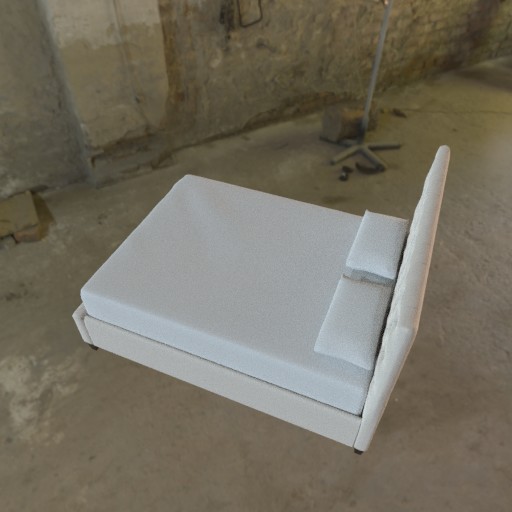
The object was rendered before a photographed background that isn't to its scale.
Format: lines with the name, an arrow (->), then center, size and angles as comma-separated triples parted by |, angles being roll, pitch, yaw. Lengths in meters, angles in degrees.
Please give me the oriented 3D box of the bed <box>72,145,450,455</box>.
bed -> 0.000, 0.000, 3.284 | 2.233, 1.426, 1.696 | 16, 47, 16
